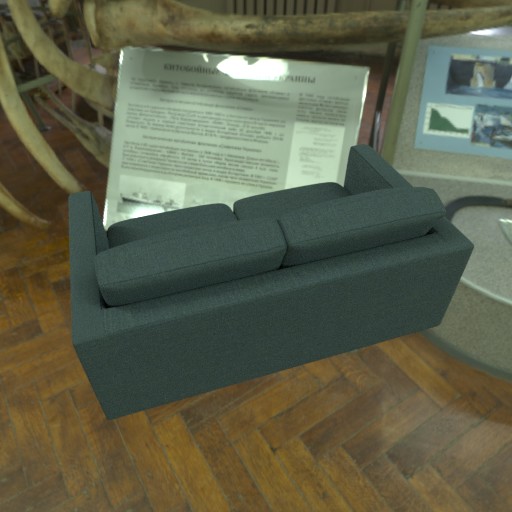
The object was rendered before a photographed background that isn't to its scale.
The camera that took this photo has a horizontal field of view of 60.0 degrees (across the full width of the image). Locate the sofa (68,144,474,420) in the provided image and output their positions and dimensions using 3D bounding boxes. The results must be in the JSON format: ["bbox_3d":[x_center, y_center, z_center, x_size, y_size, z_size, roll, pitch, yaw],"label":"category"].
[{"bbox_3d":[0.000,0.000,2.233,1.659,0.907,0.999,-12,44,-13],"label":"sofa"}]
